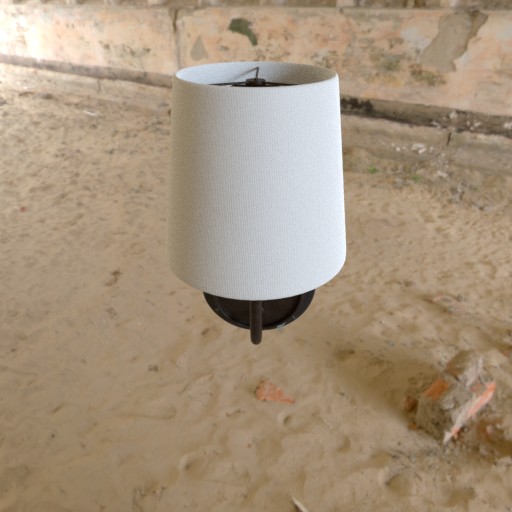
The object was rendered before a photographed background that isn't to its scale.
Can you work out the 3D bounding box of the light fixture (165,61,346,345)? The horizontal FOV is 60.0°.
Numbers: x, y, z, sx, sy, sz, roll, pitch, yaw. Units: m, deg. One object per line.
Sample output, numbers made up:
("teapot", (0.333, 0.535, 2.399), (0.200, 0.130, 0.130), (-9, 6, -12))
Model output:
("light fixture", (0.000, 0.000, 0.433), (0.168, 0.337, 0.188), (1, 31, 2))
